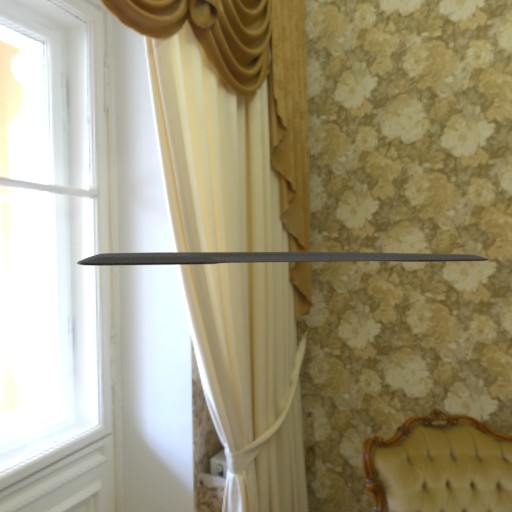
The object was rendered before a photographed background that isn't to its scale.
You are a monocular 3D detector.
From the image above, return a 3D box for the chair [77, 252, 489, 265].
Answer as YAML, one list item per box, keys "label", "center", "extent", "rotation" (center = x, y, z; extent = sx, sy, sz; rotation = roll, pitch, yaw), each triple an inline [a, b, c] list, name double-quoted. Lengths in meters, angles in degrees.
- label: "chair"
  center: [0.000, 0.000, 1.916]
  extent: [1.372, 0.024, 1.219]
  rotation: [0, 1, -18]
